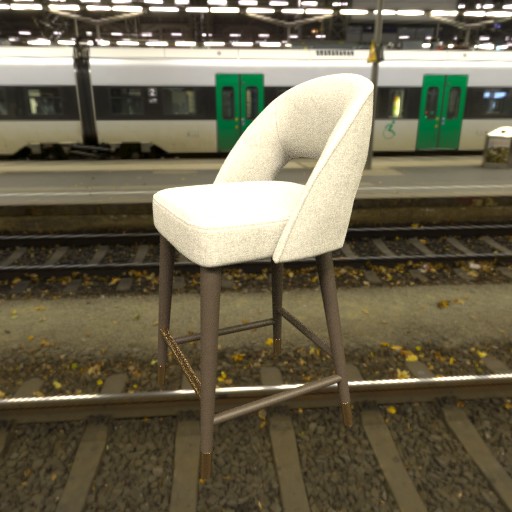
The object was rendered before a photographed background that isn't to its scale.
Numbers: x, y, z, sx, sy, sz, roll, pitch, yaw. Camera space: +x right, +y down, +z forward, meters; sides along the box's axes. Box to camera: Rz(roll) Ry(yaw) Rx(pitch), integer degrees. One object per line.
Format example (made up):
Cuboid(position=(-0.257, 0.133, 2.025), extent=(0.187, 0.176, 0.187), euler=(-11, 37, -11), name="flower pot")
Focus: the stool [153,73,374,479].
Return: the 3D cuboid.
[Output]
Cuboid(position=(0.000, 0.000, 1.218), extent=(0.509, 0.940, 0.494), euler=(-9, 21, -24), name="stool")
